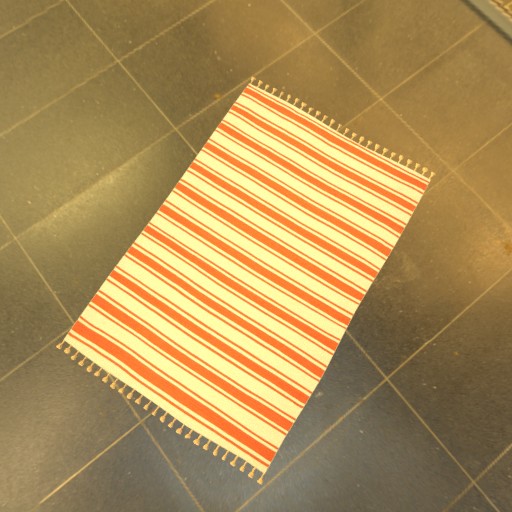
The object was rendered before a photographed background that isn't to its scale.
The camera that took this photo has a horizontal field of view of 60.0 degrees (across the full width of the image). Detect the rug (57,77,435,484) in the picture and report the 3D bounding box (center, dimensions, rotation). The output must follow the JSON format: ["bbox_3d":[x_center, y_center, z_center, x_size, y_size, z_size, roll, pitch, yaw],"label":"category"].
[{"bbox_3d":[0.000,0.000,3.033,1.556,0.022,2.433,31,77,8],"label":"rug"}]
